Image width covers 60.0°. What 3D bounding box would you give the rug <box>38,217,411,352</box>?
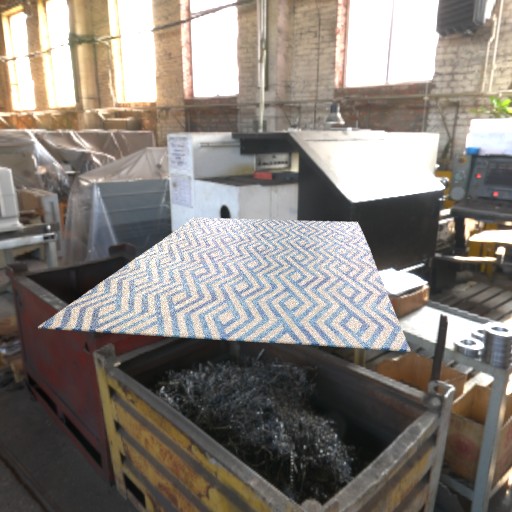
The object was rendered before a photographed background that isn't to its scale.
[{"bbox_3d":[0.000,0.000,2.937,1.531,0.008,2.439,2,16,8],"label":"rug"}]
